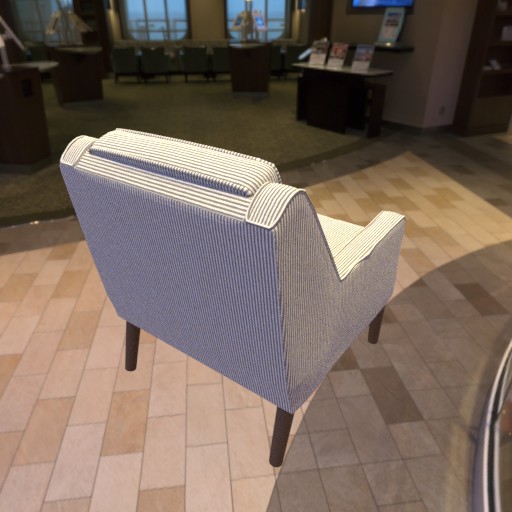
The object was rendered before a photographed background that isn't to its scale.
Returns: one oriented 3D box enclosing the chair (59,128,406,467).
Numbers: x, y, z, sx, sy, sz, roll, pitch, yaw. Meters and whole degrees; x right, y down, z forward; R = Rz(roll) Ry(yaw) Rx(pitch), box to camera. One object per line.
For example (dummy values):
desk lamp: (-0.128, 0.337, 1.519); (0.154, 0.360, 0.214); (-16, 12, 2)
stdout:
chair: (0.000, 0.000, 1.322); (0.663, 0.792, 0.743); (20, 35, 32)
